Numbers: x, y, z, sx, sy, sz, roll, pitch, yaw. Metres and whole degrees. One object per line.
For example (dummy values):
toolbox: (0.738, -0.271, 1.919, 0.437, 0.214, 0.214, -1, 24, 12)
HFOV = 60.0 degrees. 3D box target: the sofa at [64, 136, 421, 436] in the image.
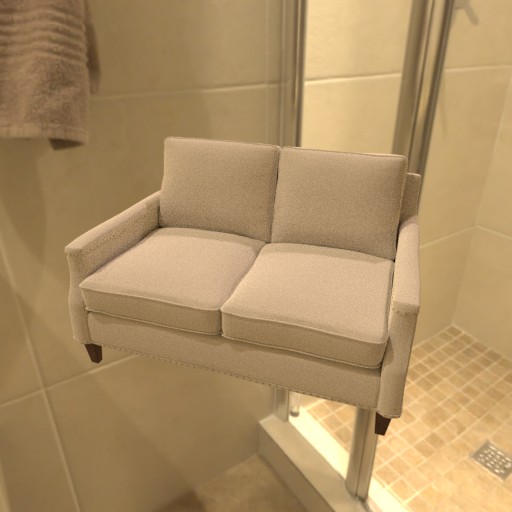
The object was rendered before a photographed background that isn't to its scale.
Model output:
sofa: (0.000, 0.000, 2.286, 1.597, 1.003, 1.084, 9, 28, 17)
